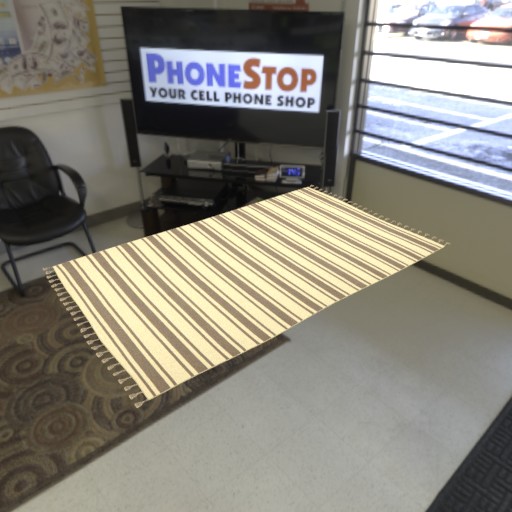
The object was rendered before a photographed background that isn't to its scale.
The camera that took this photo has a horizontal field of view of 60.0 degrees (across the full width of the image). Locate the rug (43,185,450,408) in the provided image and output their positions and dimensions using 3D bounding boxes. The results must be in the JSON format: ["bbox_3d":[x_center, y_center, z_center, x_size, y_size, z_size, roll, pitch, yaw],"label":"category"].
[{"bbox_3d":[0.000,0.000,2.601,2.096,0.011,1.229,-21,37,-31],"label":"rug"}]
